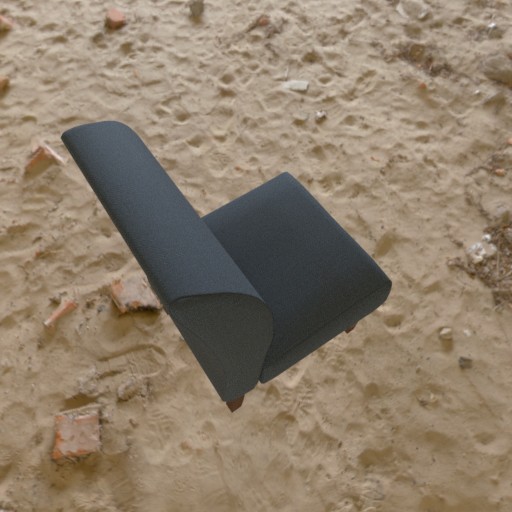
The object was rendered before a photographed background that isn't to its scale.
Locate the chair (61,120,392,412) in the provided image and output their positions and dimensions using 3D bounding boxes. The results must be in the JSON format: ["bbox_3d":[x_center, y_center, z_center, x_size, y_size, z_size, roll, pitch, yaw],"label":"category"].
[{"bbox_3d":[0.000,0.000,1.145,0.592,0.804,0.513,-31,63,-18],"label":"chair"}]
